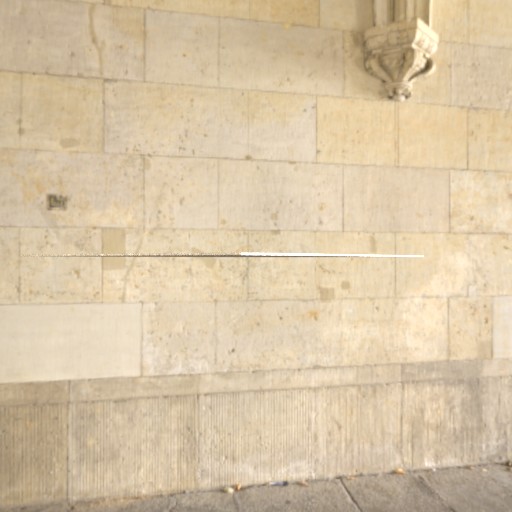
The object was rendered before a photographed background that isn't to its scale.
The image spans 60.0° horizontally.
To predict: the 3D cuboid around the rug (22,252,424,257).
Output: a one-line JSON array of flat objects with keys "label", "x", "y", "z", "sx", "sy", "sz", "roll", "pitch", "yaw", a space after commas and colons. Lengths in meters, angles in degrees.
[{"label": "rug", "x": 0.000, "y": 0.000, "z": 2.321, "sx": 1.211, "sy": 0.007, "sz": 1.827, "roll": 0, "pitch": 0, "yaw": 36}]
